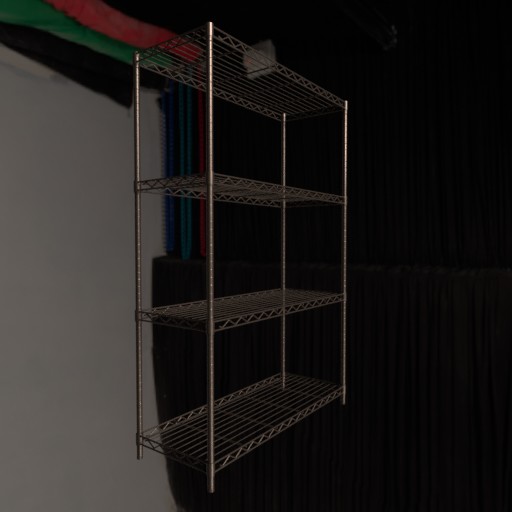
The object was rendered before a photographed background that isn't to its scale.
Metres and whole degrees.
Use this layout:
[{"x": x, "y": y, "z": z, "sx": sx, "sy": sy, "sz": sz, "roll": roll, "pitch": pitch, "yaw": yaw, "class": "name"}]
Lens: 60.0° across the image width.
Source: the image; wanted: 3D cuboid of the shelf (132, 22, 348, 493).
[{"x": 0.000, "y": 0.000, "z": 1.740, "sx": 0.352, "sy": 1.361, "sz": 0.907, "roll": 1, "pitch": 2, "yaw": 37, "class": "shelf"}]
